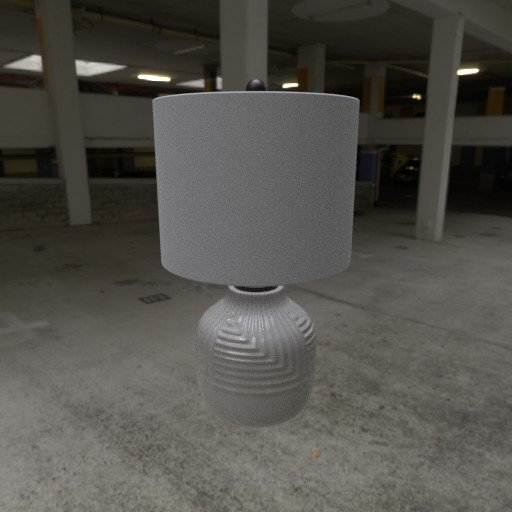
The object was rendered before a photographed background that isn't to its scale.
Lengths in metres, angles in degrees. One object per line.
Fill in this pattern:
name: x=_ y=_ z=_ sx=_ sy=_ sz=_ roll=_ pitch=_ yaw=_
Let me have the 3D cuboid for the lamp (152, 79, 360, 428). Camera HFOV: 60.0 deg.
lamp: x=0.000 y=0.000 z=0.759 sx=0.318 sy=0.567 sz=0.318 roll=0 pitch=15 yaw=0
